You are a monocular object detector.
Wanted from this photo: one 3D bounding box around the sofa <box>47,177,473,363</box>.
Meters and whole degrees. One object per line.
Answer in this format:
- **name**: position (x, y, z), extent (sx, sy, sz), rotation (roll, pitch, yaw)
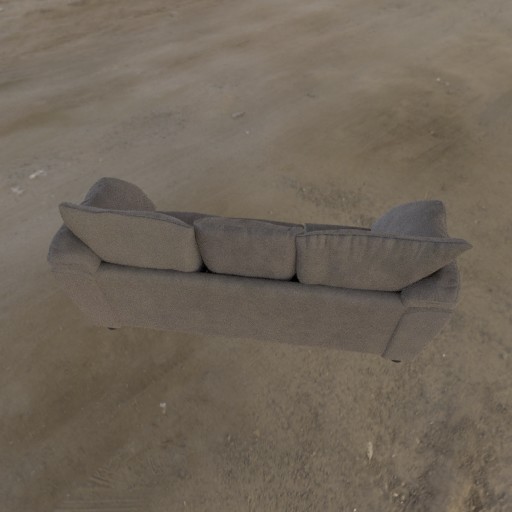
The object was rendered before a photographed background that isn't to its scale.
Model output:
- **sofa**: position (0.000, 0.000, 2.817), extent (2.336, 1.073, 0.878), rotation (5, 46, 5)
